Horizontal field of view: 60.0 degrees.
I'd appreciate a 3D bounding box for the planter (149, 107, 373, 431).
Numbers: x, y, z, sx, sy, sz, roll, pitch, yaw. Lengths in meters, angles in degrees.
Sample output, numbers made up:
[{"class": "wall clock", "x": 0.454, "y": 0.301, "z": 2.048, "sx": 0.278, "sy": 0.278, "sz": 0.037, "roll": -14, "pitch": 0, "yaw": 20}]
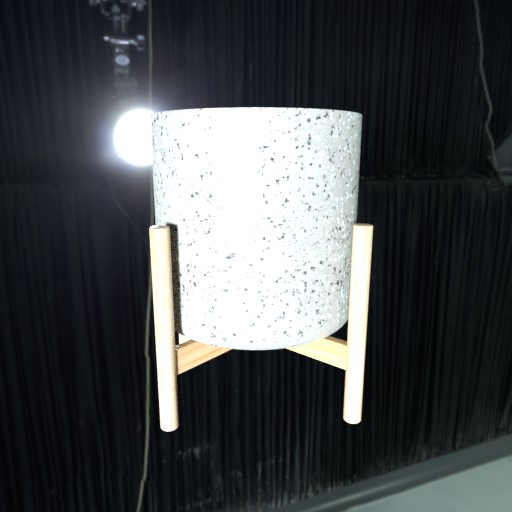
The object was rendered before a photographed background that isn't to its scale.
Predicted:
[{"class": "planter", "x": 0.000, "y": 0.000, "z": 0.698, "sx": 0.360, "sy": 0.419, "sz": 0.360, "roll": -7, "pitch": 15, "yaw": -25}]
